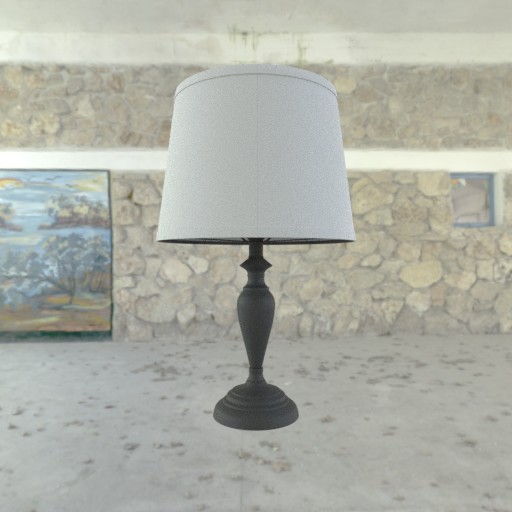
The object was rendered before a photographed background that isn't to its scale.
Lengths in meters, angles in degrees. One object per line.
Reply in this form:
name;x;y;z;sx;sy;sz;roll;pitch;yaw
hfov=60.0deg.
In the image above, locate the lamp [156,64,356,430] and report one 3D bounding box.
lamp;0.000;0.000;0.703;0.310;0.501;0.310;0;0;0
